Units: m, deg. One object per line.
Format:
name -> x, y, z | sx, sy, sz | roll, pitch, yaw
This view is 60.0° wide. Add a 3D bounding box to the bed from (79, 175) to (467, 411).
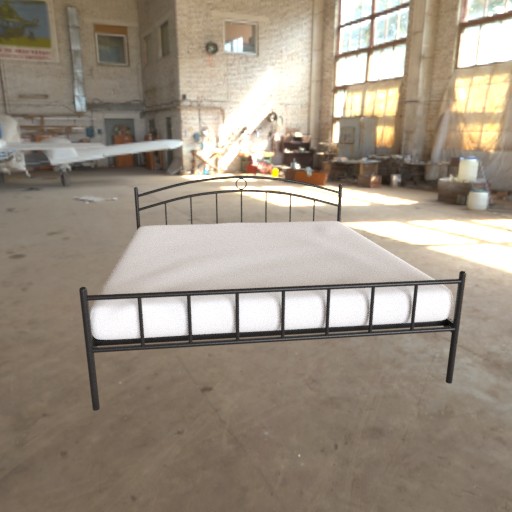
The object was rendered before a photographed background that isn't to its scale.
bed -> 0.000, 0.000, 3.125 | 1.880, 0.940, 2.040 | -2, 16, -7
